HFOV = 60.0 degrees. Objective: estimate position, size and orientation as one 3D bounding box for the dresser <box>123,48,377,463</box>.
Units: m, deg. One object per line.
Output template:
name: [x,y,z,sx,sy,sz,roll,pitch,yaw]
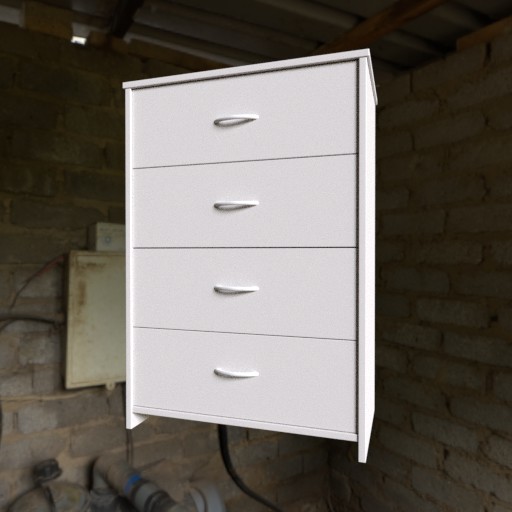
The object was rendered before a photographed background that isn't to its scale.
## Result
dresser: [0.000,0.000,1.375,0.704,1.021,0.401,0,1,18]
